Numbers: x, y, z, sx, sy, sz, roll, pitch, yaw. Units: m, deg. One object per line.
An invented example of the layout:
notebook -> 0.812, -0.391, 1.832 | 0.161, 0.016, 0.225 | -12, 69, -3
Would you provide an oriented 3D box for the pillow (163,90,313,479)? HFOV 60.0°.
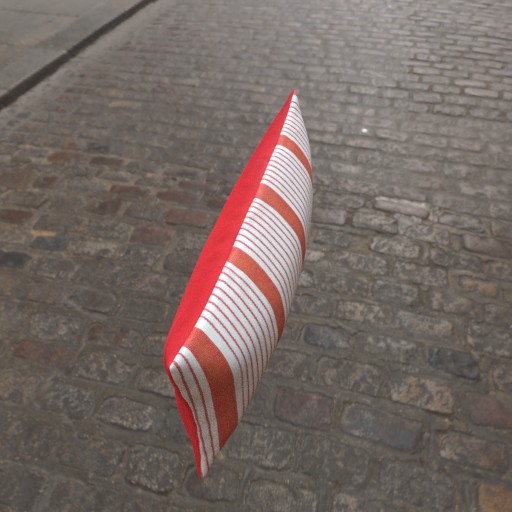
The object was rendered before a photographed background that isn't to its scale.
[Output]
pillow -> 0.000, 0.000, 0.720 | 0.151, 0.297, 0.608 | 10, 46, 10
